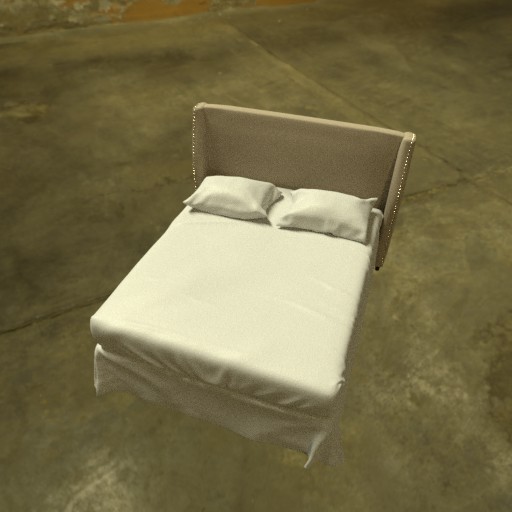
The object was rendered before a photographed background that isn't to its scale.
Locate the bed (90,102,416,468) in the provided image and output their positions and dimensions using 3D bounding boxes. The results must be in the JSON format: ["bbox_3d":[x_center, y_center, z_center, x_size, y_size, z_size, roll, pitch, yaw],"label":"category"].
[{"bbox_3d":[0.000,0.000,3.377,1.925,1.332,2.276,13,43,15],"label":"bed"}]
